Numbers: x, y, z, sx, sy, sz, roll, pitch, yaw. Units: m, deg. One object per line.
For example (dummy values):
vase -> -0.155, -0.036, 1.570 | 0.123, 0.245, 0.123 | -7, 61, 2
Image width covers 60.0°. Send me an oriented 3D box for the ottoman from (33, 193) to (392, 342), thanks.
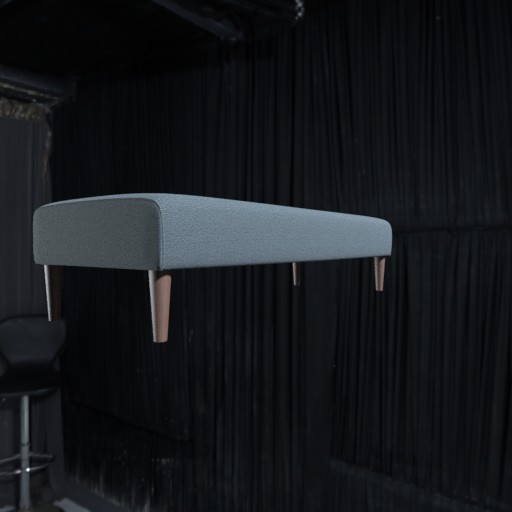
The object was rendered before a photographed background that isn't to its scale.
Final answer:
ottoman -> 0.000, 0.000, 1.890 | 0.646, 0.393, 1.609 | 1, 2, 37
